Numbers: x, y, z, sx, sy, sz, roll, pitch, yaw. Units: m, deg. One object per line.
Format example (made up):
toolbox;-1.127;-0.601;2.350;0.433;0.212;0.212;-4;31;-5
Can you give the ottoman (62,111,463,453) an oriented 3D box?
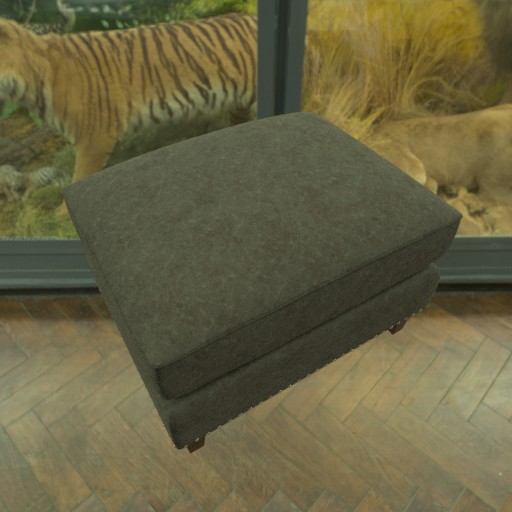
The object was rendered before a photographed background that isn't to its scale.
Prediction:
ottoman;0.000;0.000;1.126;0.741;0.513;0.584;-23;50;-22
